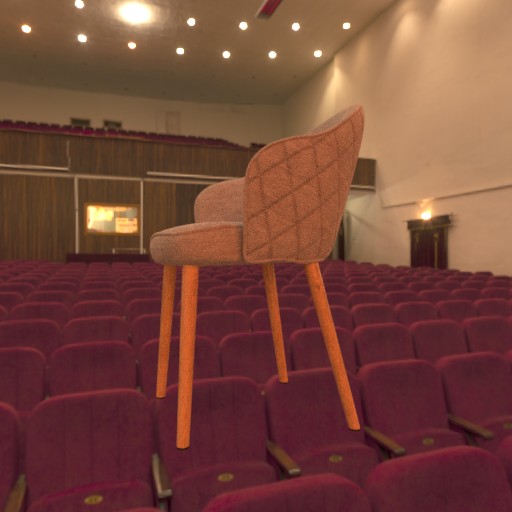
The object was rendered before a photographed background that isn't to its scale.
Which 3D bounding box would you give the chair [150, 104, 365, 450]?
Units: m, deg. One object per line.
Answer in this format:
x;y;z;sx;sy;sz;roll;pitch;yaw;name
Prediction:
0.000;0.000;1.164;0.530;0.800;0.540;0;-1;-19;chair
